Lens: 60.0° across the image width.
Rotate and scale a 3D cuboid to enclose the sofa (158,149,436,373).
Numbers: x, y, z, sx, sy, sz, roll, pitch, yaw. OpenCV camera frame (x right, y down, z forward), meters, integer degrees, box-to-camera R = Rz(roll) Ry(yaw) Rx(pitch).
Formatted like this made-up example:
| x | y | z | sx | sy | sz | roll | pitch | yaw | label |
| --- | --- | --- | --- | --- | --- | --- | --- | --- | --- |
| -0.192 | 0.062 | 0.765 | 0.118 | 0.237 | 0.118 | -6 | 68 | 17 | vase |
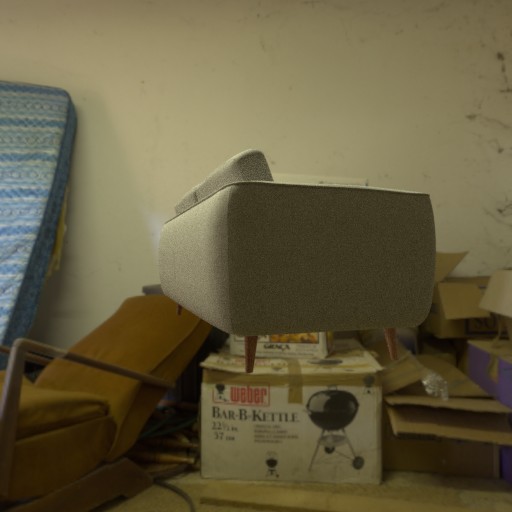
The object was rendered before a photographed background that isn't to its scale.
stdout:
| x | y | z | sx | sy | sz | roll | pitch | yaw | label |
| --- | --- | --- | --- | --- | --- | --- | --- | --- | --- |
| 0.000 | 0.000 | 2.513 | 0.920 | 0.850 | 2.000 | 0 | 0 | -18 | sofa |
